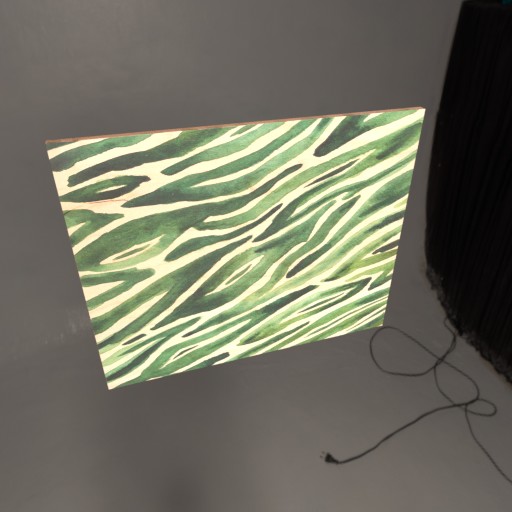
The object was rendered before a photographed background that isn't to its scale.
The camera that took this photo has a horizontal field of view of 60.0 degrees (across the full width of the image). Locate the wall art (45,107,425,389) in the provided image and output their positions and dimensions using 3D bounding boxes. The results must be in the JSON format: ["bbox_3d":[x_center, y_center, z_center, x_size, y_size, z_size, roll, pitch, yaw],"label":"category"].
[{"bbox_3d":[0.000,0.000,0.683,0.508,0.408,0.012,-10,34,-15],"label":"wall art"}]
